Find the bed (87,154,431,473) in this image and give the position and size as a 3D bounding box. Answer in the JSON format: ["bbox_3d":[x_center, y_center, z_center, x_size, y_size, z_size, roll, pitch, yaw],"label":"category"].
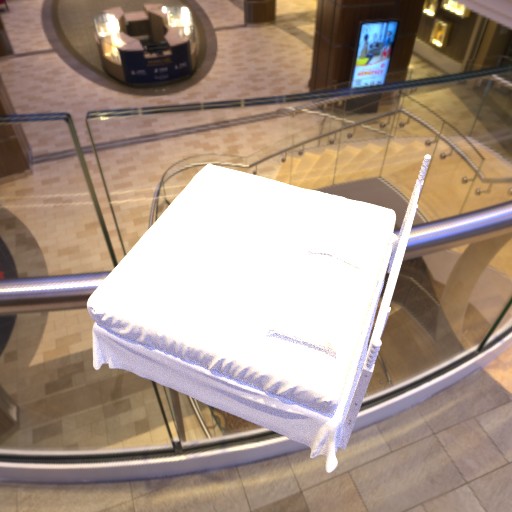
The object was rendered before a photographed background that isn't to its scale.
[{"bbox_3d":[0.000,0.000,3.644,2.219,1.355,2.322,17,48,16],"label":"bed"}]
